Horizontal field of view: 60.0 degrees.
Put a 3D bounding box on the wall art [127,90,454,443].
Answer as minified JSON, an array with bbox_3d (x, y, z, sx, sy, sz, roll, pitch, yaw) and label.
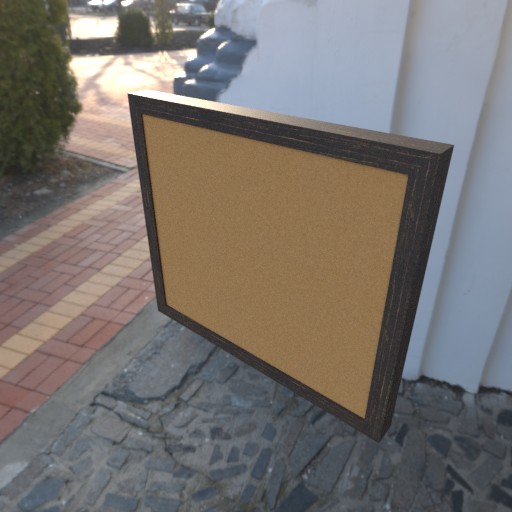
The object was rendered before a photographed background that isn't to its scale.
[{"bbox_3d":[0.000,0.000,0.527,0.381,0.330,0.031,23,37,33],"label":"wall art"}]
